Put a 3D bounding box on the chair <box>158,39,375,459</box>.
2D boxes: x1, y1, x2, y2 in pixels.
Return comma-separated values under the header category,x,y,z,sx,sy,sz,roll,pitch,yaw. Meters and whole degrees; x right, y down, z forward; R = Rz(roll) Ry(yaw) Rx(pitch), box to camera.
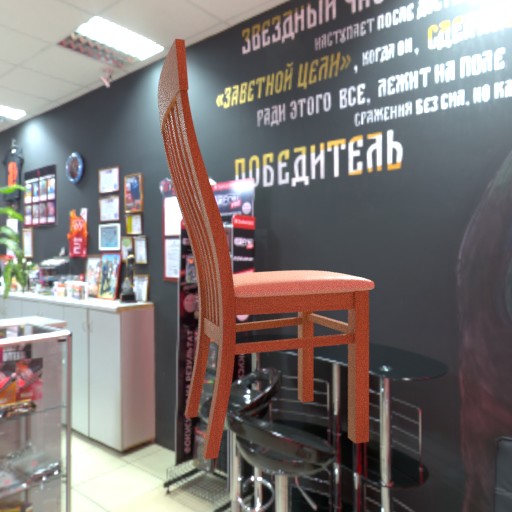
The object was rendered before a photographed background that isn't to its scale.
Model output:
category,x,y,z,sx,sy,sz,roll,pitch,yaw
chair,0.000,0.000,1.367,0.580,1.050,0.450,0,0,-18
